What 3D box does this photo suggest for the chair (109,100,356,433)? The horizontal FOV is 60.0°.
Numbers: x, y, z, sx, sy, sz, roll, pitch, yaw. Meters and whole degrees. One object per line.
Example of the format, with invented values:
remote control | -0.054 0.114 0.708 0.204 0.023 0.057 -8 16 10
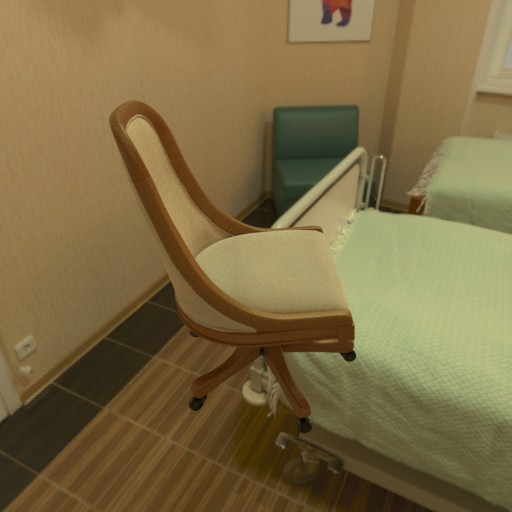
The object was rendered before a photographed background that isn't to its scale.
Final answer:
chair | 0.000 0.000 1.529 0.811 1.009 0.702 -1 32 -2
